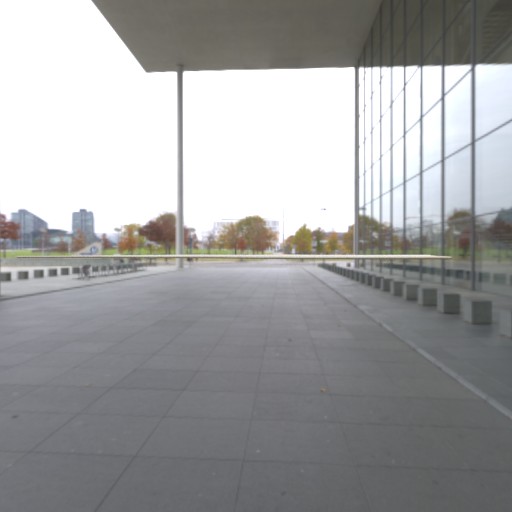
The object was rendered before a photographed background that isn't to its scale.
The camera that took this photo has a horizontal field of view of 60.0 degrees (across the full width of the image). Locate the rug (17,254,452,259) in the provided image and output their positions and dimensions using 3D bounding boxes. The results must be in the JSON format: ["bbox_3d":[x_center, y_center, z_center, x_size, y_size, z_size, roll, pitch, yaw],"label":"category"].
[{"bbox_3d":[0.000,0.000,4.038,3.055,0.021,2.410,0,0,18],"label":"rug"}]
